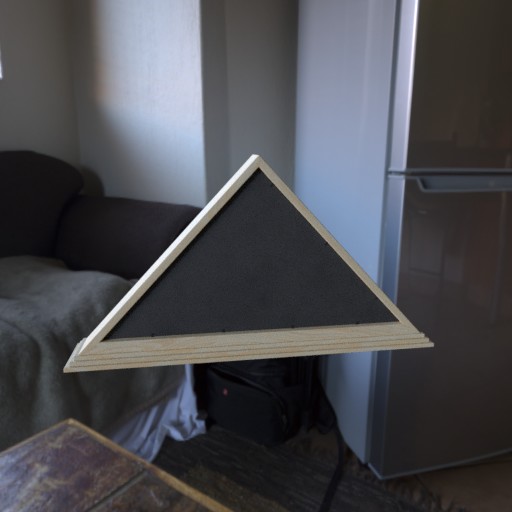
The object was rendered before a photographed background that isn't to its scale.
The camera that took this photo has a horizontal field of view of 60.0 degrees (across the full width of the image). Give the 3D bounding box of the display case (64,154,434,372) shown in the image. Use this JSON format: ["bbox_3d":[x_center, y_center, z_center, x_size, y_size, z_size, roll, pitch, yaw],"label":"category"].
[{"bbox_3d":[0.000,0.000,0.764,0.640,0.340,0.095,-2,14,-8],"label":"display case"}]
